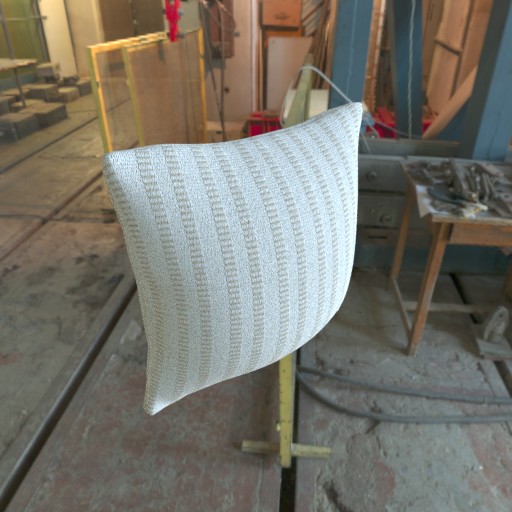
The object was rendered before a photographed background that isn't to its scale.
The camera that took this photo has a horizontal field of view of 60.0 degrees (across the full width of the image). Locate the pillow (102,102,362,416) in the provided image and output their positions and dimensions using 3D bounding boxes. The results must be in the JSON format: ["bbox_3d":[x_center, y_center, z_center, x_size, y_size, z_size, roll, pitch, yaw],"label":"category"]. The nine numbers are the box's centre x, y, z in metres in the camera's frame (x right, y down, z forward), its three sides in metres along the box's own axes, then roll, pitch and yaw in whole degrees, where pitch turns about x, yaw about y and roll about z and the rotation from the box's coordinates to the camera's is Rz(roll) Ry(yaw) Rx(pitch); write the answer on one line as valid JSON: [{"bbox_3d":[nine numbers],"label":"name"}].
[{"bbox_3d":[0.000,0.000,0.702,0.438,0.419,0.247,-22,37,-33],"label":"pillow"}]
